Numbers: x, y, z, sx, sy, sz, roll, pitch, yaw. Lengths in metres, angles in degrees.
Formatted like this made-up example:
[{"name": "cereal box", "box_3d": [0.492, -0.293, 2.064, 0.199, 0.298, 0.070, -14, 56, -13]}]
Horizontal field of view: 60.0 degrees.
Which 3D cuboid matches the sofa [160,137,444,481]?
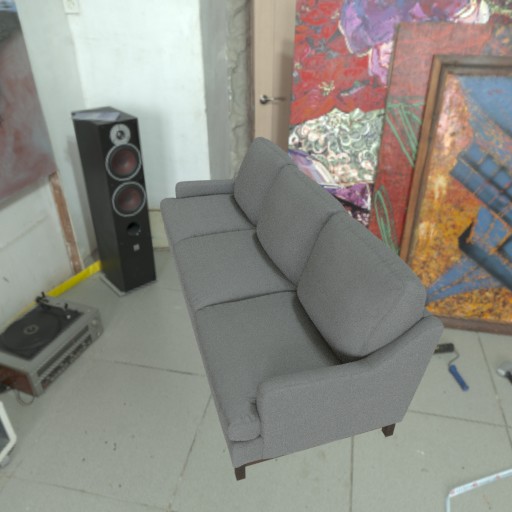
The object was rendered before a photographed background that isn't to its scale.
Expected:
[{"name": "sofa", "box_3d": [0.000, 0.000, 2.831, 0.987, 0.926, 2.344, -9, 33, -15]}]
